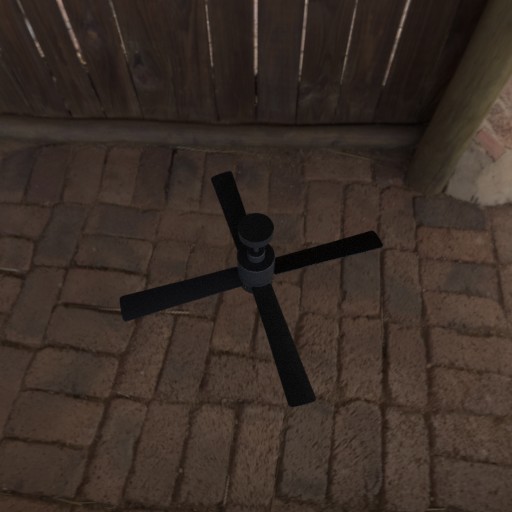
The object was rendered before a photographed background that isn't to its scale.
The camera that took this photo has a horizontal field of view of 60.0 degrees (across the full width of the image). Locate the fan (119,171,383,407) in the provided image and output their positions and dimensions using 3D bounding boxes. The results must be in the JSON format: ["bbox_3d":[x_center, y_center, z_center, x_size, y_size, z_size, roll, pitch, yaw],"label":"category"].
[{"bbox_3d":[0.000,0.000,2.350,1.525,0.534,1.525,-15,60,-9],"label":"fan"}]
